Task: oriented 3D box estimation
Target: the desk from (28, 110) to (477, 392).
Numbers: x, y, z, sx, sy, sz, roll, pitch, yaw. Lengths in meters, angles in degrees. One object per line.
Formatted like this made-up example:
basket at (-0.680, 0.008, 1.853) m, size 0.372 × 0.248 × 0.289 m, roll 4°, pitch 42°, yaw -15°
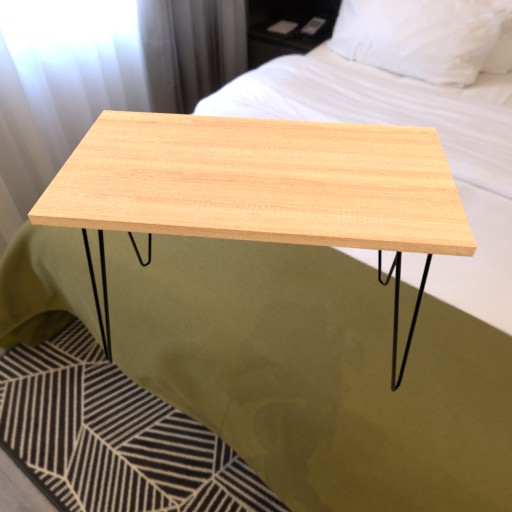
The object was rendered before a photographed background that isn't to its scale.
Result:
desk at (0.000, 0.000, 1.379) m, size 0.991 × 0.660 × 0.499 m, roll 4°, pitch 45°, yaw 4°
